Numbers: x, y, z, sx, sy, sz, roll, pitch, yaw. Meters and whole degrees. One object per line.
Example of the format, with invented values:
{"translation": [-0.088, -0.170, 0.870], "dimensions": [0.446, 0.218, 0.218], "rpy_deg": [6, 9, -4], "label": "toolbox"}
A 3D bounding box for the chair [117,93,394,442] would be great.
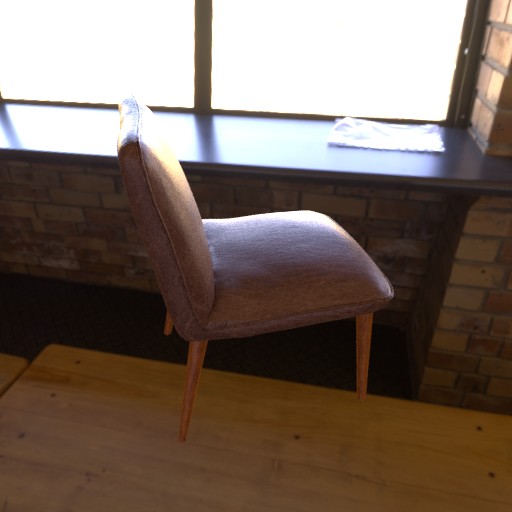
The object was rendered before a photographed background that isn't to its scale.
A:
{"translation": [0.000, 0.000, 1.211], "dimensions": [0.645, 0.803, 0.543], "rpy_deg": [-10, 32, -17], "label": "chair"}
